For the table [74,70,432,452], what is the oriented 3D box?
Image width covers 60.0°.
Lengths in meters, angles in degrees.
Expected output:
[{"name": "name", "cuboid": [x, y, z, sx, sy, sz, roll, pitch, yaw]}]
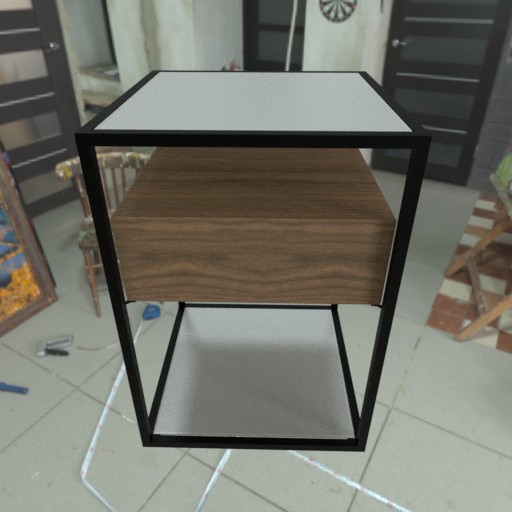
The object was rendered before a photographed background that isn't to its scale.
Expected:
[{"name": "table", "cuboid": [0.000, 0.000, 0.770, 0.378, 0.540, 0.378, 1, 32, 1]}]
